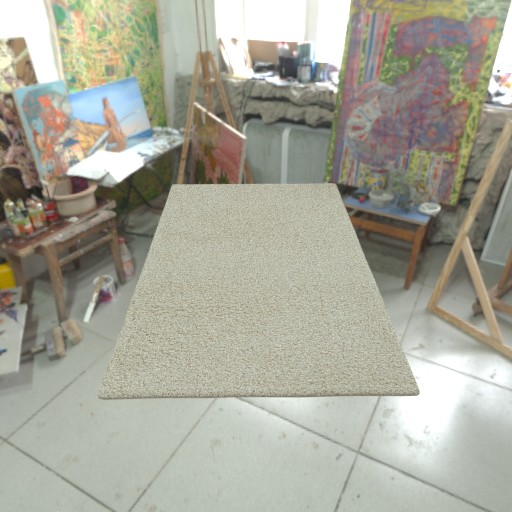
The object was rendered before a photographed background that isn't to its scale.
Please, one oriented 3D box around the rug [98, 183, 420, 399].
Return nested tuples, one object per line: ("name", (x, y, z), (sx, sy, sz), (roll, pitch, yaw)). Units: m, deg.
("rug", (0.000, 0.000, 3.105), (1.524, 0.030, 2.438), (0, 33, -1))
